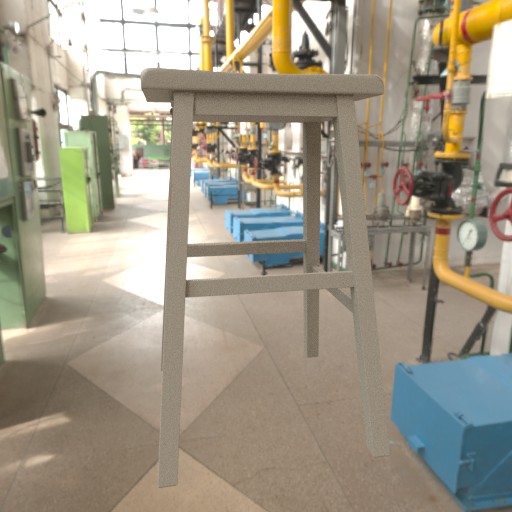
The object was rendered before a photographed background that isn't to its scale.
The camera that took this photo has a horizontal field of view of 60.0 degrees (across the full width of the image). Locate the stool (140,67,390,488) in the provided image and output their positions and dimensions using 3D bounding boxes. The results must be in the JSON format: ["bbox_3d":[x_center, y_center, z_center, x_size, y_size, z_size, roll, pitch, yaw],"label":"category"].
[{"bbox_3d":[0.000,0.000,0.990,0.457,0.737,0.476,-3,14,-11],"label":"stool"}]
